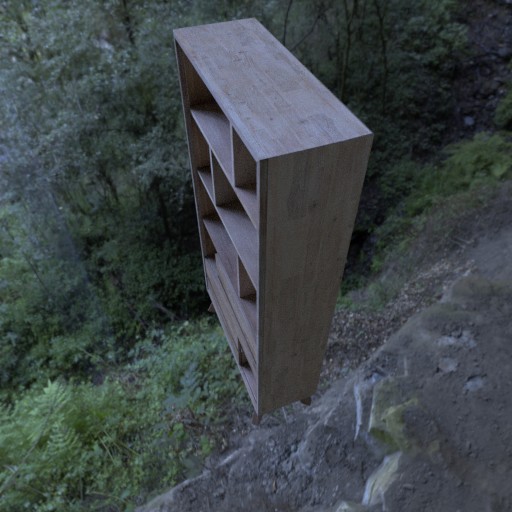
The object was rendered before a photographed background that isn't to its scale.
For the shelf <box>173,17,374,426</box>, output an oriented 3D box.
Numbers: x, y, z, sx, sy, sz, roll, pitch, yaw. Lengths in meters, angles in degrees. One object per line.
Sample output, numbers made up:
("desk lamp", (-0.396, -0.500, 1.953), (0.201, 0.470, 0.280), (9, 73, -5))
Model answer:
("shelf", (0.000, 0.000, 1.743), (0.308, 1.471, 0.748), (-16, 50, -14))
